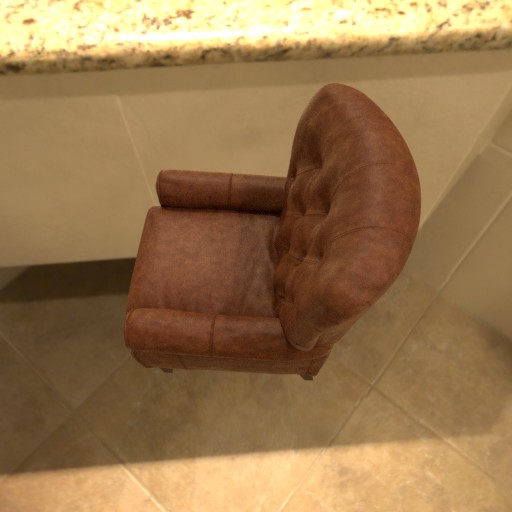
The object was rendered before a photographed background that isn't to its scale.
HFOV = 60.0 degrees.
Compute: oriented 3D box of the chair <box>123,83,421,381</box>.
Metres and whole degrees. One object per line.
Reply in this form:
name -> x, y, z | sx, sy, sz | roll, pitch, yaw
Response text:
chair -> 0.000, 0.000, 1.868 | 1.059, 1.164, 0.951 | 3, 59, 2
